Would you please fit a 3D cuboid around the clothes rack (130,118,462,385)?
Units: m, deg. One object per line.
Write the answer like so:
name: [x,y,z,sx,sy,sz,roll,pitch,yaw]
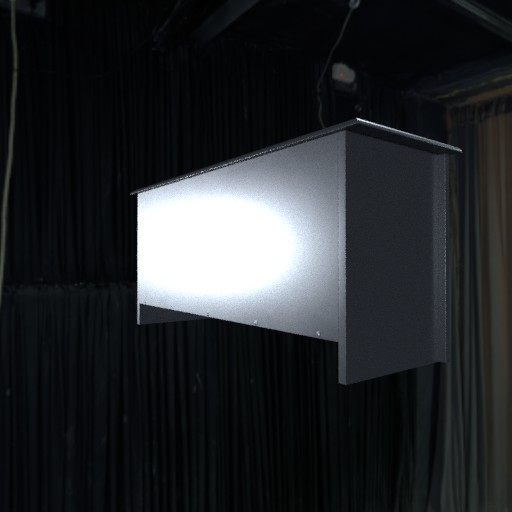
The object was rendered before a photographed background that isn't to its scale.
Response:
clothes rack: [0.000,0.000,1.500,0.406,0.556,1.219,0,-1,-37]
